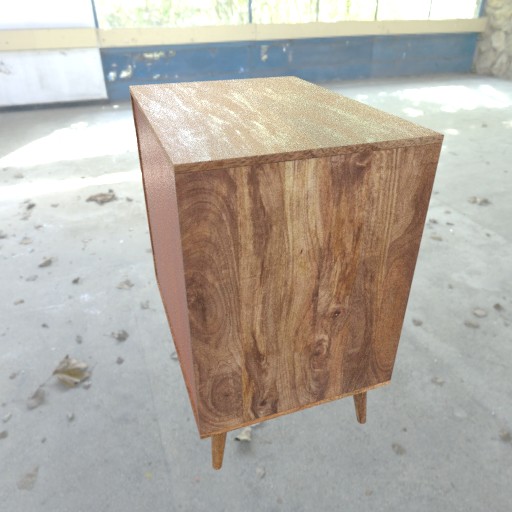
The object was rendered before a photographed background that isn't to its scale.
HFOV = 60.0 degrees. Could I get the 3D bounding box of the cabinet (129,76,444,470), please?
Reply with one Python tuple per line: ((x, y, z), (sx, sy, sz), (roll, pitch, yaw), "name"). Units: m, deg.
((0.000, 0.000, 1.149), (0.473, 0.758, 0.647), (-10, 32, -16), "cabinet")
